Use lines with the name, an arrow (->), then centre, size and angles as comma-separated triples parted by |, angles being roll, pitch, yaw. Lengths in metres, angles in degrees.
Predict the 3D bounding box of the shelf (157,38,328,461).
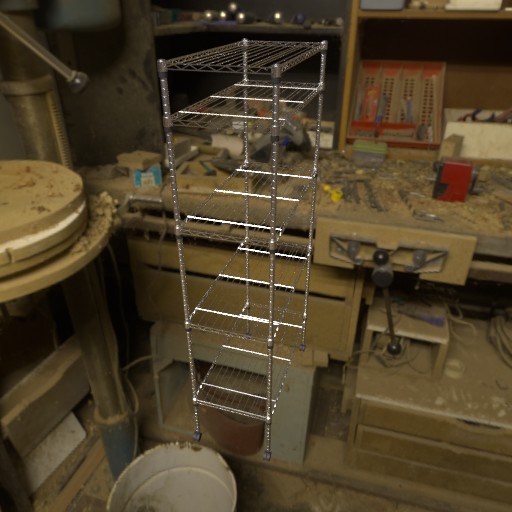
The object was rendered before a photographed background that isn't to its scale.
shelf -> 0.000, 0.000, 1.867 | 0.356, 1.587, 0.762 | 9, 32, 15
